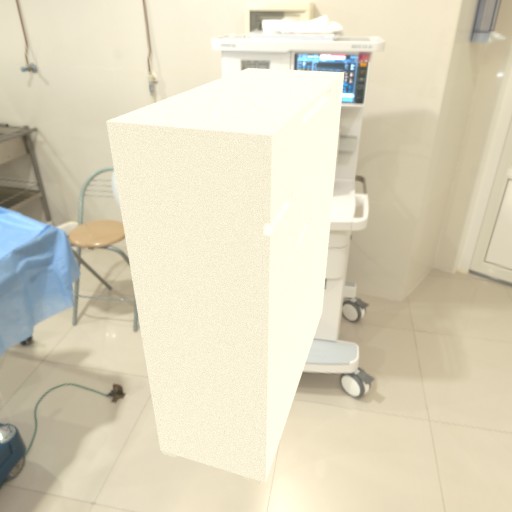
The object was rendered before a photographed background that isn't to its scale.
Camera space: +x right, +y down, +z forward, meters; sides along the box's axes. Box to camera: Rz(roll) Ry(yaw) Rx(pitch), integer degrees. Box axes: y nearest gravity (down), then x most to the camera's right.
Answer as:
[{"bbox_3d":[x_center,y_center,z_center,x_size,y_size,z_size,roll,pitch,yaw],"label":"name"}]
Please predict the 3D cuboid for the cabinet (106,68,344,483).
[{"bbox_3d":[0.000,0.000,1.678,0.400,1.190,1.000,9,31,16],"label":"cabinet"}]
